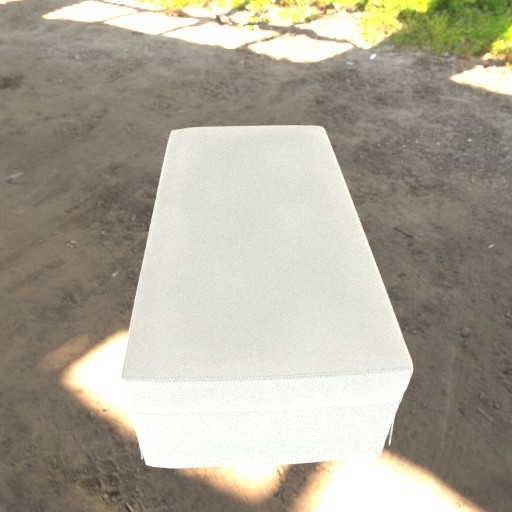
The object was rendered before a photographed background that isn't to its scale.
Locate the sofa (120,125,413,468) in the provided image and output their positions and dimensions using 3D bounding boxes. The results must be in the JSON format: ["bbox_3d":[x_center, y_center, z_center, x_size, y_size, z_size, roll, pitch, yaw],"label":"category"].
[{"bbox_3d":[0.000,0.000,2.052,0.939,0.552,1.677,-2,42,-2],"label":"sofa"}]
